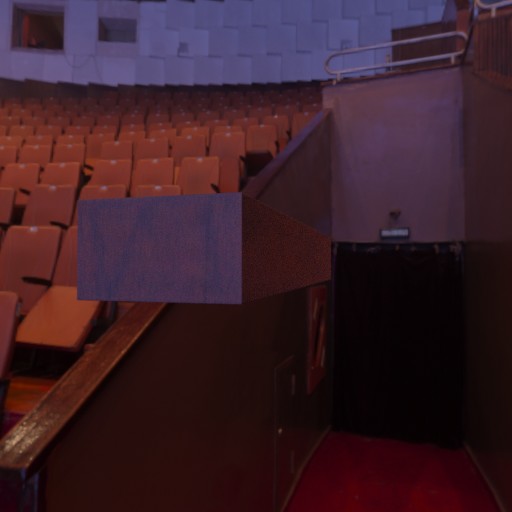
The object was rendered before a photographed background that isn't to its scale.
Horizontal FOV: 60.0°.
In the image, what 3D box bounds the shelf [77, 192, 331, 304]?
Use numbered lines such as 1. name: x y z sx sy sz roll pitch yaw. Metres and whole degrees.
1. shelf: 0.000 0.000 0.660 0.152 0.088 0.607 0 -1 16
